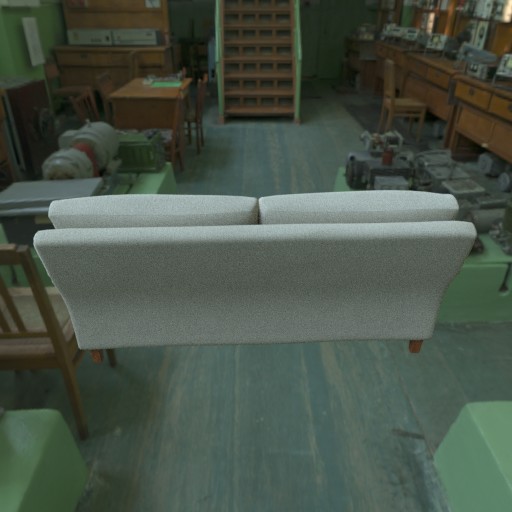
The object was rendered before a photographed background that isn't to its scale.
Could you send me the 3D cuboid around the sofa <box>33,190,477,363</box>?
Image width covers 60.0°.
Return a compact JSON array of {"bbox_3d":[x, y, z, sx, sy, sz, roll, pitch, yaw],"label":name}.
[{"bbox_3d":[0.000,0.000,2.634,2.070,0.997,1.091,-1,30,-2],"label":"sofa"}]
